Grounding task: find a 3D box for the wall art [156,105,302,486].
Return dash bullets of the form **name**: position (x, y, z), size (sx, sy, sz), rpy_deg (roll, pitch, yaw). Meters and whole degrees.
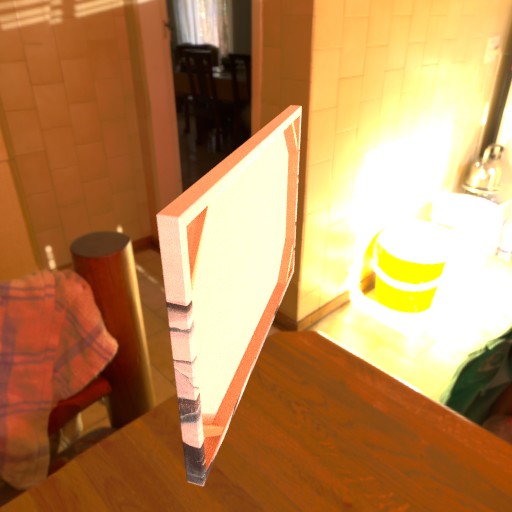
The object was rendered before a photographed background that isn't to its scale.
- **wall art**: position (0.000, 0.000, 1.165), size (0.039, 0.609, 0.914), rpy_deg (8, 30, 14)
